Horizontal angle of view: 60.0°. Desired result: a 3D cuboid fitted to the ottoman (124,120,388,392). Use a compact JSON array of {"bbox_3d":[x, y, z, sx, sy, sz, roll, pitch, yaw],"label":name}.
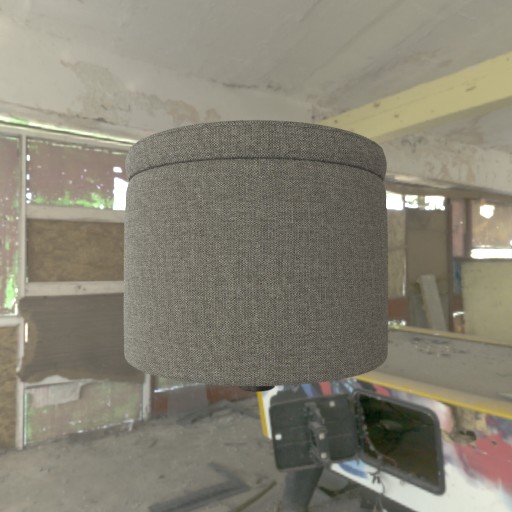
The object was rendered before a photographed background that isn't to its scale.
[{"bbox_3d":[0.000,0.000,0.911,0.520,0.430,0.520,0,-1,0],"label":"ottoman"}]
